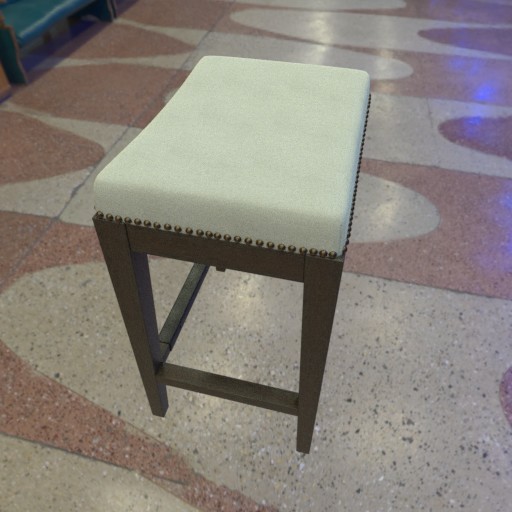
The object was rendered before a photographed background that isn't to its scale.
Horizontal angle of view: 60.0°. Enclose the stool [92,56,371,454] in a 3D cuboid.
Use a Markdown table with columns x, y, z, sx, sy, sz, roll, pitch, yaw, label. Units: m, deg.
| x | y | z | sx | sy | sz | roll | pitch | yaw | label |
| --- | --- | --- | --- | --- | --- | --- | --- | --- | --- |
| 0.000 | 0.000 | 0.933 | 0.361 | 0.642 | 0.500 | 10 | 45 | 10 | stool |
